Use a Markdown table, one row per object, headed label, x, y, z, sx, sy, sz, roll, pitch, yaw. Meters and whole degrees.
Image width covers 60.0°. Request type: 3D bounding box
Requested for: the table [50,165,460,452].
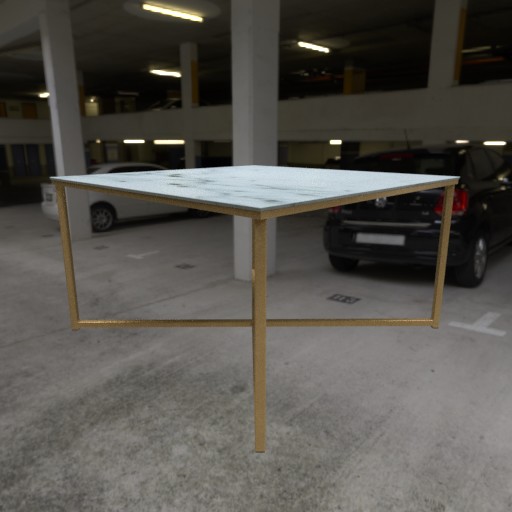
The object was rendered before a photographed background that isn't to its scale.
| label | x | y | z | sx | sy | sz | roll | pitch | yaw |
| --- | --- | --- | --- | --- | --- | --- | --- | --- | --- |
| table | 0.000 | 0.000 | 1.278 | 0.800 | 0.450 | 0.800 | 14 | 20 | 42 |
